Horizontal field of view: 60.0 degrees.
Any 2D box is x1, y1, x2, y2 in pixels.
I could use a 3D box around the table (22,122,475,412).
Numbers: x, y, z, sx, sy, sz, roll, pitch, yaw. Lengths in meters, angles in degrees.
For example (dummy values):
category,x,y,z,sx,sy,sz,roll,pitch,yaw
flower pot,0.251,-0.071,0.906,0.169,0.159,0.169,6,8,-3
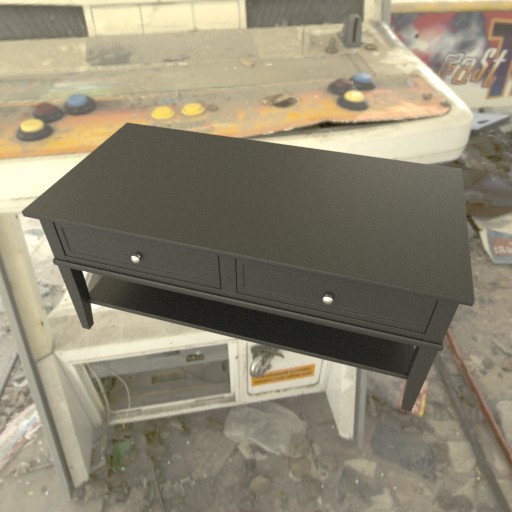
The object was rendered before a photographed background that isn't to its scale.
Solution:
category,x,y,z,sx,sy,sz,roll,pitch,yaw
table,0.000,0.000,1.315,1.044,0.470,0.523,11,43,12
